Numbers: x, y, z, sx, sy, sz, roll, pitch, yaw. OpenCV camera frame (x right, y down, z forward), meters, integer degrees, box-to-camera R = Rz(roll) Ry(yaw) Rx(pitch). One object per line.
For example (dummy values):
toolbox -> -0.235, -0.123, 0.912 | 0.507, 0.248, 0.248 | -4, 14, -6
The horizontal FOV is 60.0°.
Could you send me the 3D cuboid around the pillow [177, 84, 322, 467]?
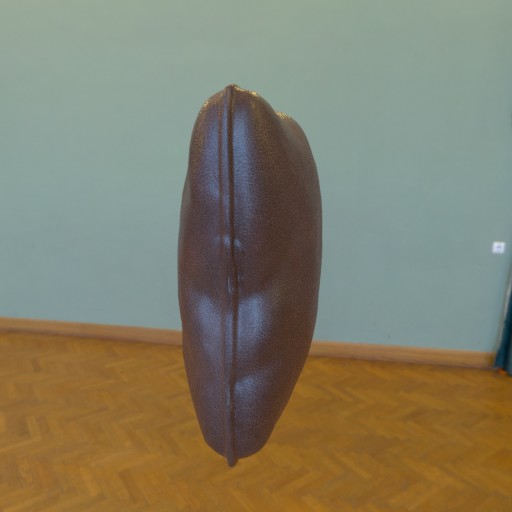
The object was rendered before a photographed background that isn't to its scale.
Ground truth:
pillow -> 0.000, 0.000, 0.803 | 0.236, 0.523, 0.532 | 2, 12, 9
